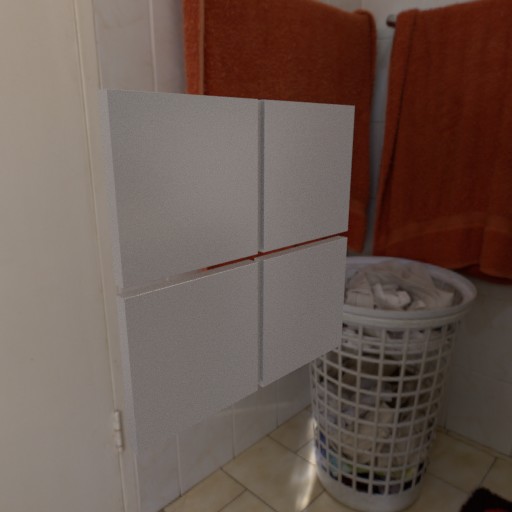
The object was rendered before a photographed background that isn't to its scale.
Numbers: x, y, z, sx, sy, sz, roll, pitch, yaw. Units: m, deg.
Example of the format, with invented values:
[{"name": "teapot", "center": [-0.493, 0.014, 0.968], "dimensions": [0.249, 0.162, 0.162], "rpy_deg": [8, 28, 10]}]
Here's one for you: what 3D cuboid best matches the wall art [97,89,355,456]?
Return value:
[{"name": "wall art", "center": [0.000, 0.000, 0.917], "dimensions": [0.611, 0.611, 0.029], "rpy_deg": [-15, 21, -42]}]
